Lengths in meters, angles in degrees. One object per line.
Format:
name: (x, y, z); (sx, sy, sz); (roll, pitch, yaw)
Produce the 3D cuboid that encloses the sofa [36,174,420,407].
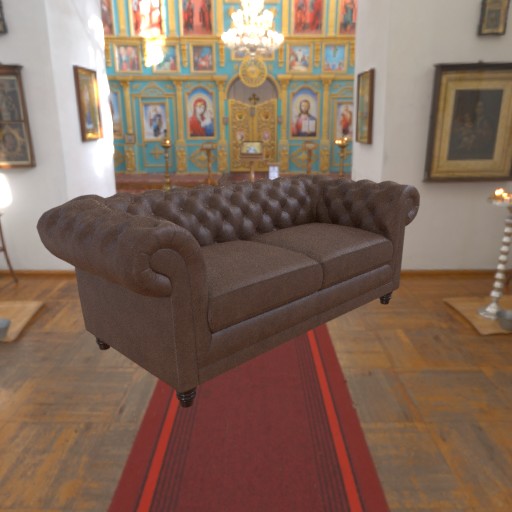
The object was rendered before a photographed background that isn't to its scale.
sofa: (0.000, 0.000, 2.491); (0.955, 0.784, 2.048); (15, 21, 43)
